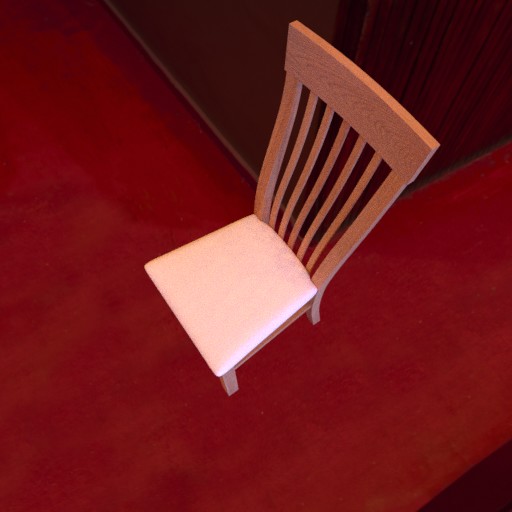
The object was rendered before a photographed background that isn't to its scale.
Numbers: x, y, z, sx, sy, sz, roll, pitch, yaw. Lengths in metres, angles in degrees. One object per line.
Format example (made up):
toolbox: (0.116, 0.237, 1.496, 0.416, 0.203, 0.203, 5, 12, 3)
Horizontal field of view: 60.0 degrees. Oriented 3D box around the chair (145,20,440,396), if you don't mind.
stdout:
chair: (0.000, 0.000, 1.333, 0.580, 1.050, 0.450, -33, 68, -15)
